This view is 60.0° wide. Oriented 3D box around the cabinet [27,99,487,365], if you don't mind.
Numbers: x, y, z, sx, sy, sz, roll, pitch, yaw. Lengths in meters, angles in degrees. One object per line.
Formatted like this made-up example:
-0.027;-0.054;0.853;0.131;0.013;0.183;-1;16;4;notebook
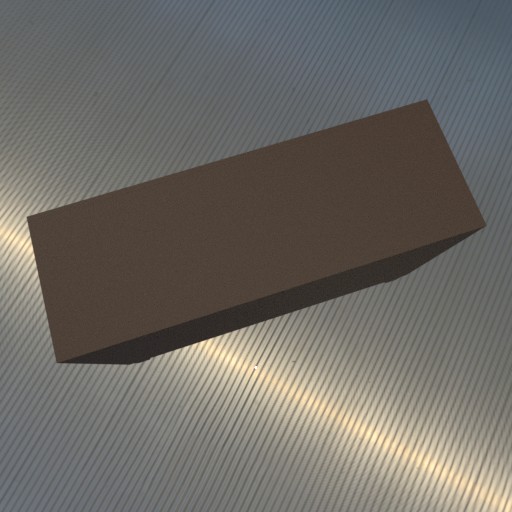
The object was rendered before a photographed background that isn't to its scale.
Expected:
0.000;0.000;1.865;1.396;0.914;0.482;-17;77;-4;cabinet
